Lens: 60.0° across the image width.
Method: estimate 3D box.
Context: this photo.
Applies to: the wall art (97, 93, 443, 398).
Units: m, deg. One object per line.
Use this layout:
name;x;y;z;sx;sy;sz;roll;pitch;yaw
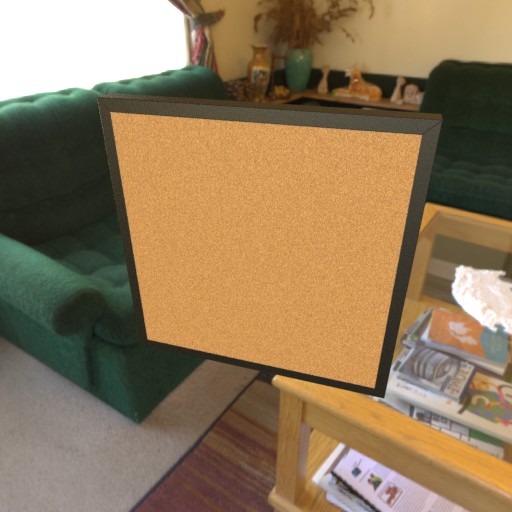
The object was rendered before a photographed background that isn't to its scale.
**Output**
wall art;0.000;0.000;0.770;0.508;0.508;0.036;9;32;14
